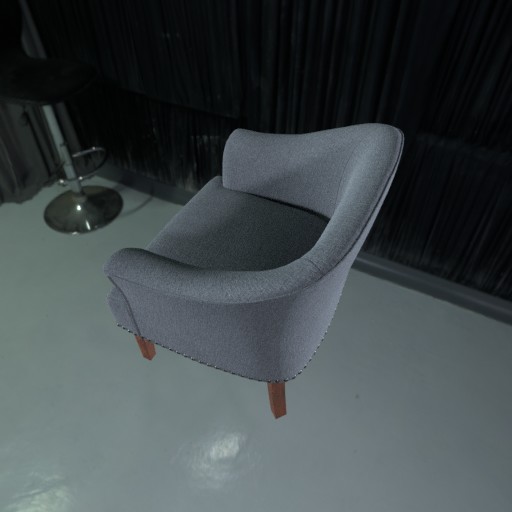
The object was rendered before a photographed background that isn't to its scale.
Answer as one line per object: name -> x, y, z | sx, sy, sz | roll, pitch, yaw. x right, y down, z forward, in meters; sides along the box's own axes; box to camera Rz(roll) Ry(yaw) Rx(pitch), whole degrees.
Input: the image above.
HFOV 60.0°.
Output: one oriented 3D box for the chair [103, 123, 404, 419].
chair -> 0.000, 0.000, 1.440 | 0.704, 0.815, 0.798 | 19, 48, 18
